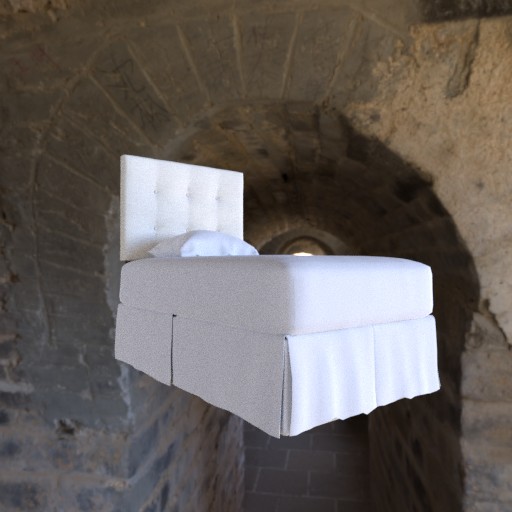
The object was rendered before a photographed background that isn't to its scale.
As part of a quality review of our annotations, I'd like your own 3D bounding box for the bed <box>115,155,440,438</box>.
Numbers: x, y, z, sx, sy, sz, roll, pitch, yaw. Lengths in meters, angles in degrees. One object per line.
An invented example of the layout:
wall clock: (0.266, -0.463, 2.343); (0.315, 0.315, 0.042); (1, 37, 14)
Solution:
bed: (0.000, 0.000, 2.988); (1.261, 1.571, 1.997); (1, -1, -38)
